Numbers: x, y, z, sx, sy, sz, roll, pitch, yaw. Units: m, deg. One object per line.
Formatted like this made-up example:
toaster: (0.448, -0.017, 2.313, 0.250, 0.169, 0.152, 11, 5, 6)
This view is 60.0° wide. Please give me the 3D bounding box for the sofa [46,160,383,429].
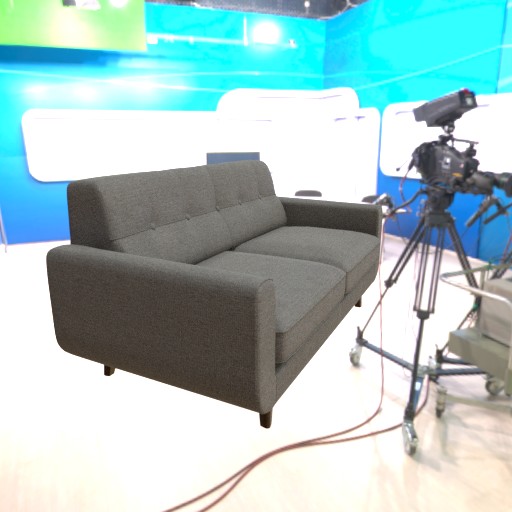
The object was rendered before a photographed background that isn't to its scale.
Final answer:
sofa: (0.000, 0.000, 2.143, 0.909, 0.841, 1.631, 8, 17, 26)
